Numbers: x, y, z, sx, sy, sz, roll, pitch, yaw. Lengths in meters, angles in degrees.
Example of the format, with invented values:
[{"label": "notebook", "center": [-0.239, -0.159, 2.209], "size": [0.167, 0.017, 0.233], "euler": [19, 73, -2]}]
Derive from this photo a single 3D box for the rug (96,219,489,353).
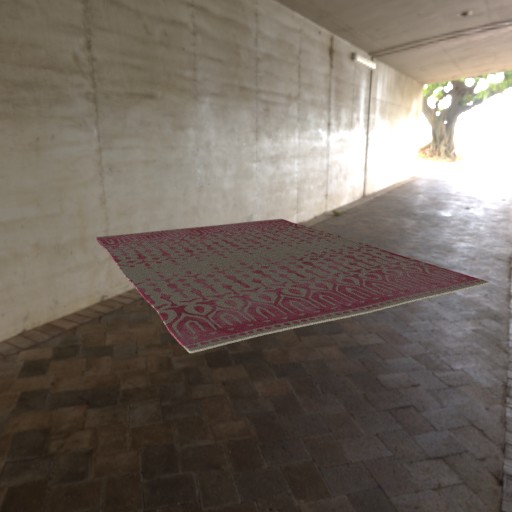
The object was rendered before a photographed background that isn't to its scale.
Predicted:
[{"label": "rug", "center": [0.000, 0.000, 4.154], "size": [2.441, 0.016, 3.095], "euler": [-8, 17, -27]}]
